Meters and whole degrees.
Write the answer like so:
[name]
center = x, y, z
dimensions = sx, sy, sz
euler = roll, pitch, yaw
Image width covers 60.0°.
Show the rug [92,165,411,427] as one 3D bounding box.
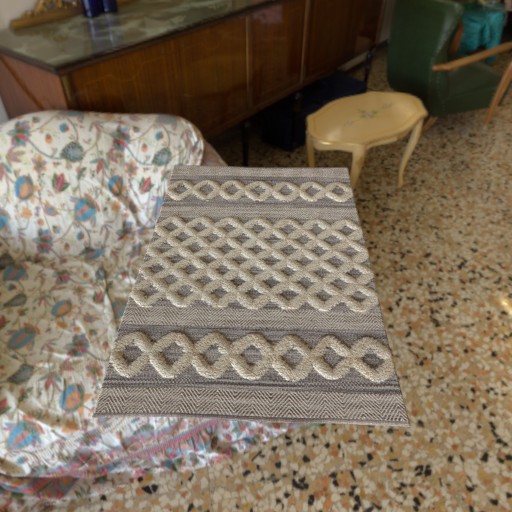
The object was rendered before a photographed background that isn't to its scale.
[rug]
center = 0.000, 0.000, 2.950
dimensions = 1.513, 0.033, 2.333
euler = 1, 42, 1
